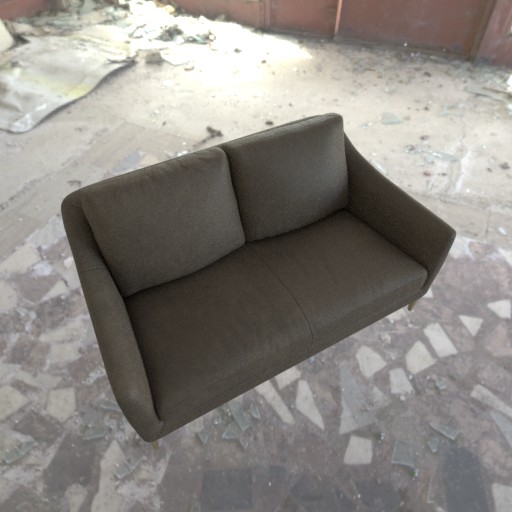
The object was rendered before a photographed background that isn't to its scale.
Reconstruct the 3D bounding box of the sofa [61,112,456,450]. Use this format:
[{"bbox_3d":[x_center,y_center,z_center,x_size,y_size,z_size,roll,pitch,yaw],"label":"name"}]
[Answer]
[{"bbox_3d":[0.000,0.000,2.135,1.619,0.902,0.960,-23,51,-20],"label":"sofa"}]
